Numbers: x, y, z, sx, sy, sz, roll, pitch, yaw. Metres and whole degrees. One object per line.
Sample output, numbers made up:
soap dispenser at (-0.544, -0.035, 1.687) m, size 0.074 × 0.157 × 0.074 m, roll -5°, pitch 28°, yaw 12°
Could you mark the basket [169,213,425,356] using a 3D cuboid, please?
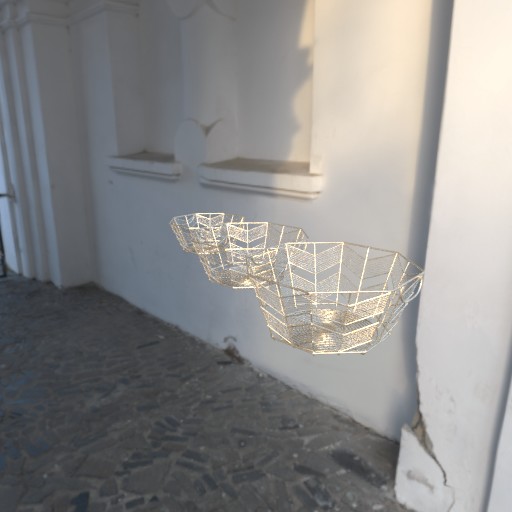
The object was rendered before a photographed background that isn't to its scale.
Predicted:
basket at (0.000, 0.000, 1.442) m, size 0.432 × 0.178 × 1.246 m, roll -8°, pitch 18°, yaw -25°
